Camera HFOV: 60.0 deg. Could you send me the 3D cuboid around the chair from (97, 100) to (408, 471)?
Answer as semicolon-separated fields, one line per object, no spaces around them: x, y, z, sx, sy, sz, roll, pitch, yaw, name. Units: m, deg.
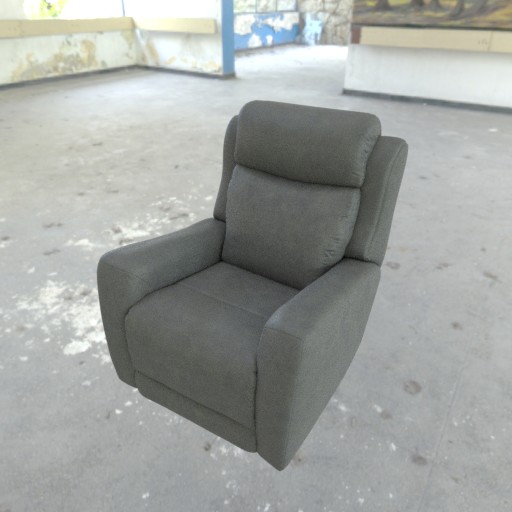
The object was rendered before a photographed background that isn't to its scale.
0.000;0.000;1.926;0.967;1.116;1.068;18;35;28;chair
